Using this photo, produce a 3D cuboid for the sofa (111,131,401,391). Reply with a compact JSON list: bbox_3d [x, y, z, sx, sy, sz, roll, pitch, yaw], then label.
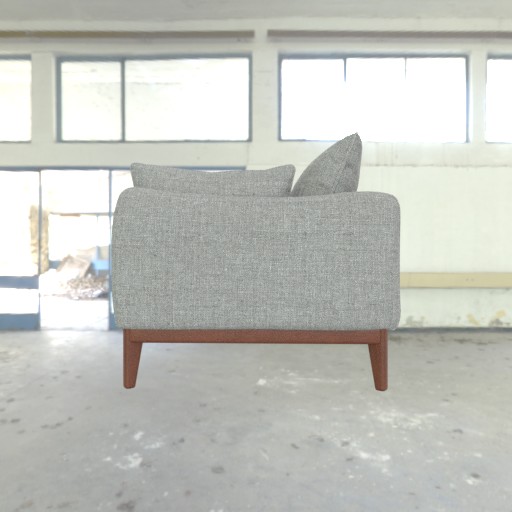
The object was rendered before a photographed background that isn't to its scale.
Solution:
[{"bbox_3d":[0.000,0.000,2.154,0.972,0.851,1.580,0,0,2],"label":"sofa"}]
